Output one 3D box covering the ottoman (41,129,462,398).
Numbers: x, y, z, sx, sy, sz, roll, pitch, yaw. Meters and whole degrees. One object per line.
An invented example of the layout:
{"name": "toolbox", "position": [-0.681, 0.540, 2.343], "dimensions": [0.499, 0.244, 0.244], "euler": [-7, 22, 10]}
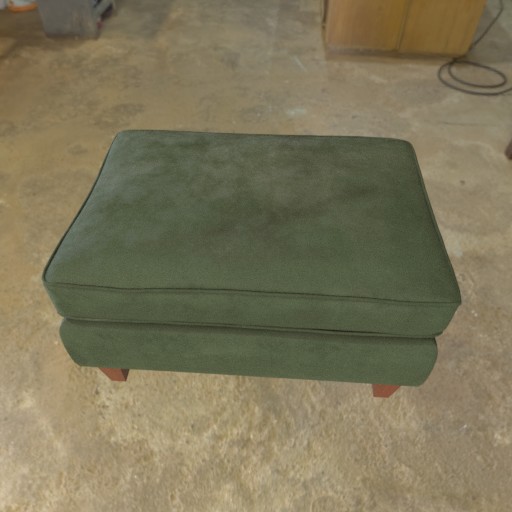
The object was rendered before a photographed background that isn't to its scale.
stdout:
{"name": "ottoman", "position": [0.000, 0.000, 1.218], "dimensions": [0.864, 0.495, 0.632], "euler": [3, 46, 3]}
